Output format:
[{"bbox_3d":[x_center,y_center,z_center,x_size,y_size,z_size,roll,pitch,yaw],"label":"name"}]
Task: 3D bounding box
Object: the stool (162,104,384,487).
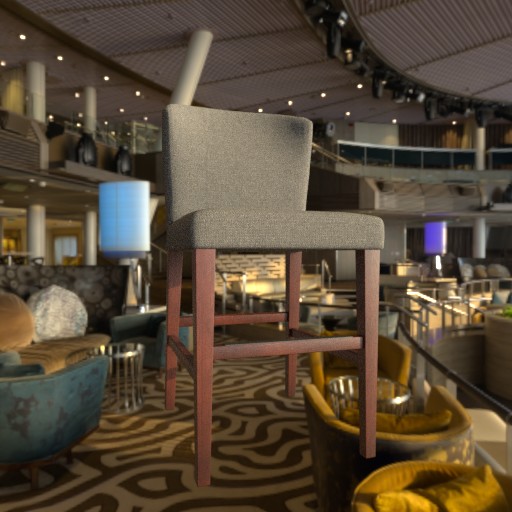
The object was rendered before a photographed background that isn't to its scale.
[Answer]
[{"bbox_3d":[0.000,0.000,1.239,0.479,0.968,0.568,0,0,-19],"label":"stool"}]
